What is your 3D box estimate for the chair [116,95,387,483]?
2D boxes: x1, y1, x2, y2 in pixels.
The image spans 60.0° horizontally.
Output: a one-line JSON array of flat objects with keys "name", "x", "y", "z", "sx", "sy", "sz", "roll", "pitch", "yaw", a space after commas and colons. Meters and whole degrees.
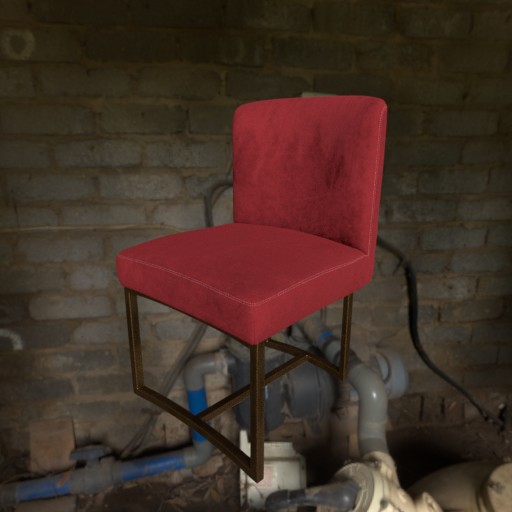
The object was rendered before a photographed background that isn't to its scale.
[{"name": "chair", "x": 0.000, "y": 0.000, "z": 1.190, "sx": 0.530, "sy": 0.824, "sz": 0.560, "roll": 15, "pitch": 22, "yaw": 41}]
